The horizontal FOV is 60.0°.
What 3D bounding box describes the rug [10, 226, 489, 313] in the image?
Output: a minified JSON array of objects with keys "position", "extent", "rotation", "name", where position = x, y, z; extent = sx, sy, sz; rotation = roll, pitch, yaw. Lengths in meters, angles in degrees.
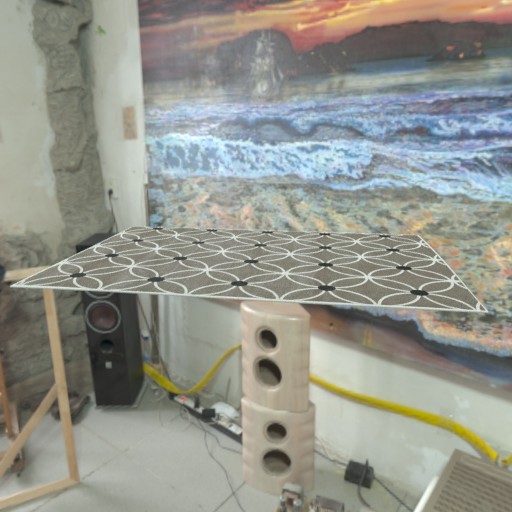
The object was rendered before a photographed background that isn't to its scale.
[{"position":[0.000,0.000,2.792],"extent":[2.284,0.008,1.522],"rotation":[2,16,8],"name":"rug"}]
